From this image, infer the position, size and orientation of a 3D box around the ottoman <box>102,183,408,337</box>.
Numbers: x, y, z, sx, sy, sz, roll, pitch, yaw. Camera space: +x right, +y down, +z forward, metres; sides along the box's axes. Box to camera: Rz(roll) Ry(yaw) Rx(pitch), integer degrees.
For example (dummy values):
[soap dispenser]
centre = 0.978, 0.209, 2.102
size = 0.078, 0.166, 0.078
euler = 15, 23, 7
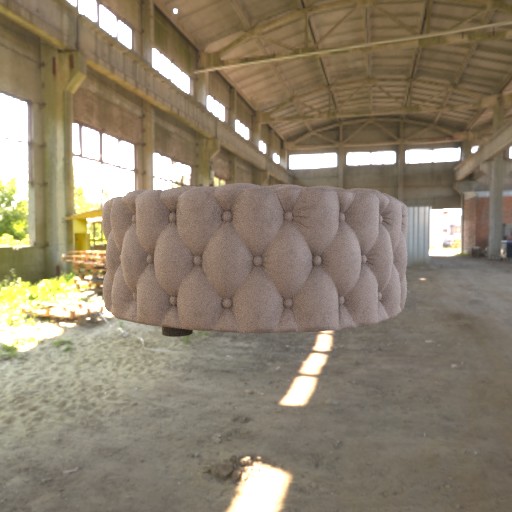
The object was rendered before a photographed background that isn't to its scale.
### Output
[ottoman]
centre = 0.000, 0.000, 1.522
size = 0.998, 0.399, 0.998
euler = 0, 2, 0
